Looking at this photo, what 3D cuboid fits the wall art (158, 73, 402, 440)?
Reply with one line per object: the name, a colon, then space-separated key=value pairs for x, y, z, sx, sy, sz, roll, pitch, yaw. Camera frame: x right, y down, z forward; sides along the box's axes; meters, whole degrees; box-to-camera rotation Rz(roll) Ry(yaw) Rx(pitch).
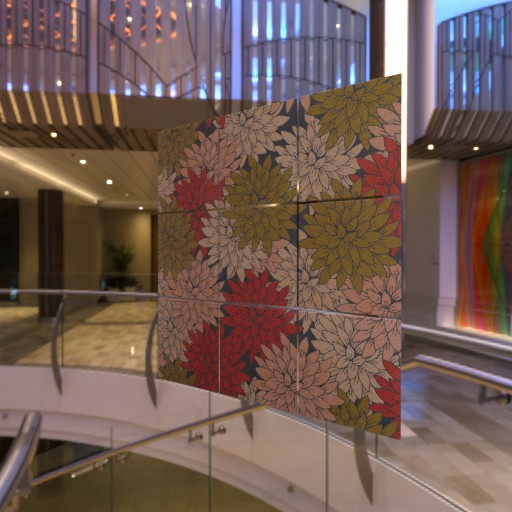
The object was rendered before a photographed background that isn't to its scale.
wall art: x=0.000 y=0.000 z=2.312 sx=1.519 sy=1.534 sz=0.013 roll=0 pitch=1 yaw=37
